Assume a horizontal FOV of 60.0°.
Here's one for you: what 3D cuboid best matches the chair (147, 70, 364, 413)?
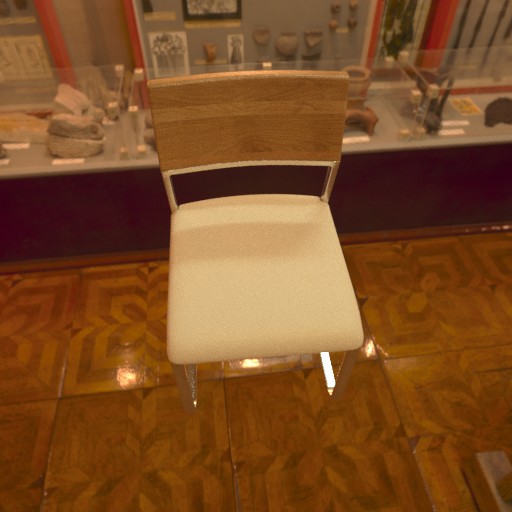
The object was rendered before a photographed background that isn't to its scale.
[{"bbox_3d":[0.000,0.000,1.211,0.467,0.844,0.585,-4,47,-4],"label":"chair"}]
